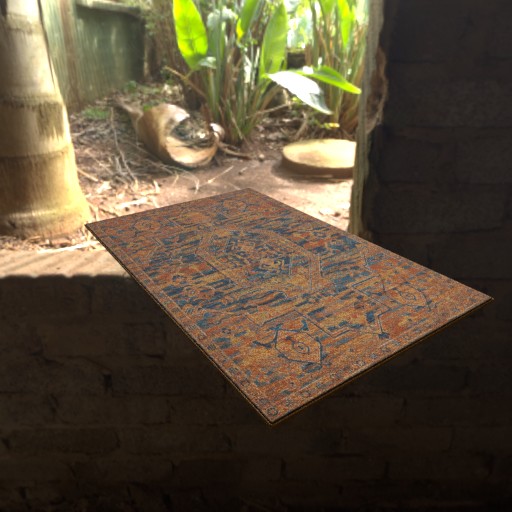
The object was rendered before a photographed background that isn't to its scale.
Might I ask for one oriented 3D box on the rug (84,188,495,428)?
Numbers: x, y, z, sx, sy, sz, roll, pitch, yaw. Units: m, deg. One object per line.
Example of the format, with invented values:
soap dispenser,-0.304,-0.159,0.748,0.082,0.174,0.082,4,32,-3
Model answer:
rug,0.000,0.000,1.053,0.557,0.008,0.863,-18,32,-31
